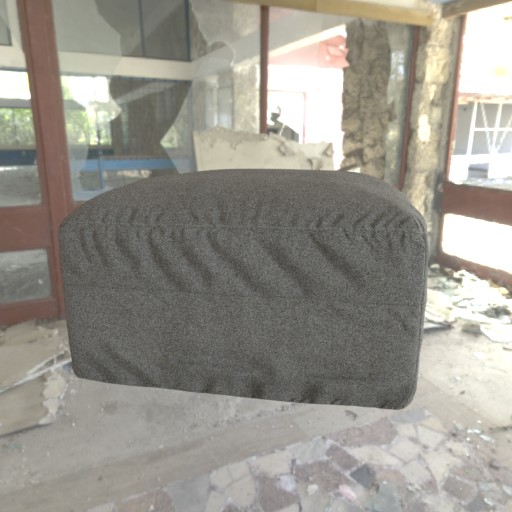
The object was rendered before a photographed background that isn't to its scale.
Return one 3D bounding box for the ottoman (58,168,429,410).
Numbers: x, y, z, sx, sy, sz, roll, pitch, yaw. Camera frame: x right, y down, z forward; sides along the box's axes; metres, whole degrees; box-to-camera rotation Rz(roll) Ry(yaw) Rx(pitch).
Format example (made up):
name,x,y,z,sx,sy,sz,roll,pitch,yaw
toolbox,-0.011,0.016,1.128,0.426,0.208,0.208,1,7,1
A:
name,x,y,z,sx,sy,sz,roll,pitch,yaw
ottoman,0.000,0.000,1.251,0.837,0.481,0.683,3,16,10
